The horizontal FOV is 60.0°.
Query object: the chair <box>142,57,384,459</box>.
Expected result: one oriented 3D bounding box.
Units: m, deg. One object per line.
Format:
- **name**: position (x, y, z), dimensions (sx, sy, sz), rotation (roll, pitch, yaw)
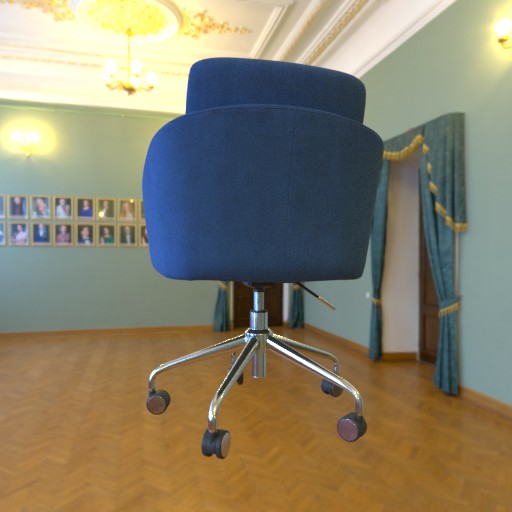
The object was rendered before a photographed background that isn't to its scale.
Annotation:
- **chair**: position (0.000, 0.000, 1.306), dimensions (0.641, 0.908, 0.635), rotation (0, 0, -16)
